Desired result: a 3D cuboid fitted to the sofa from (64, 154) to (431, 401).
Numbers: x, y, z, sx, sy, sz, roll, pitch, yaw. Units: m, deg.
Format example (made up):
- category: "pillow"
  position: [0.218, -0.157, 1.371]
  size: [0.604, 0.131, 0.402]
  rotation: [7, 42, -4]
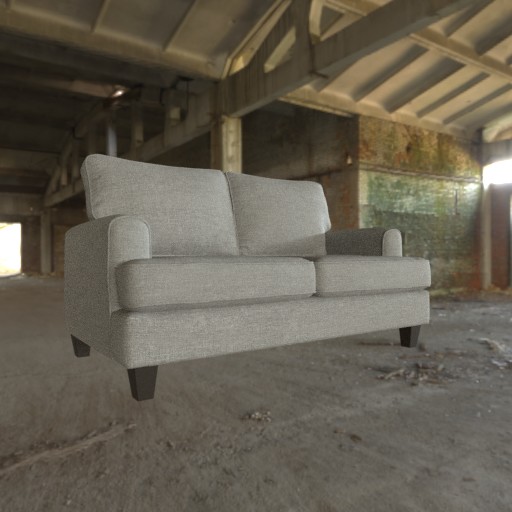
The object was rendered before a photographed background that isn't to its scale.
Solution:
- category: "sofa"
  position: [0.000, 0.000, 2.239]
  size: [1.651, 0.965, 0.965]
  rotation: [0, 0, -35]
